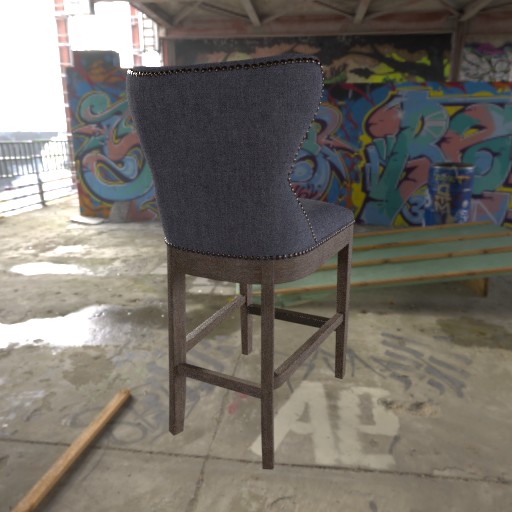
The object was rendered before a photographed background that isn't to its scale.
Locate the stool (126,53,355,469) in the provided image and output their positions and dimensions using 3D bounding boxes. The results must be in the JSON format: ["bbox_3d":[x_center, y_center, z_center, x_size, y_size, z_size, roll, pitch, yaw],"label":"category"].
[{"bbox_3d":[0.000,0.000,1.270,0.498,0.981,0.608,8,18,26],"label":"stool"}]
